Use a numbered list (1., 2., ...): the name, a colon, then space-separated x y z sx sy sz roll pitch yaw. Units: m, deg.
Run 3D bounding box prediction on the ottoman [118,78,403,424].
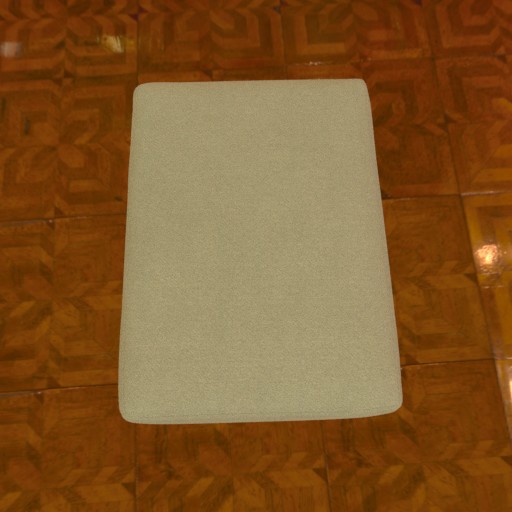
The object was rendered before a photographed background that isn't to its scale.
1. ottoman: 0.000 0.000 1.135 0.569 0.499 0.773 -2 74 0
